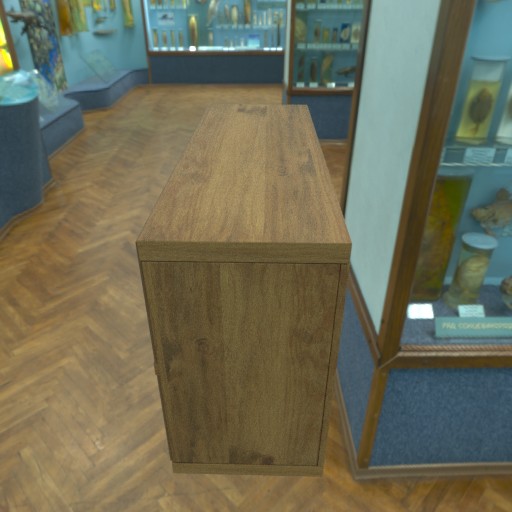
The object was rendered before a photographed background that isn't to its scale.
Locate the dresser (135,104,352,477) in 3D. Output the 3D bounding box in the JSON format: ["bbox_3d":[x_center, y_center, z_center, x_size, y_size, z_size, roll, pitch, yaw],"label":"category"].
[{"bbox_3d":[0.000,0.000,1.657,0.479,0.825,1.261,1,31,1],"label":"dresser"}]
